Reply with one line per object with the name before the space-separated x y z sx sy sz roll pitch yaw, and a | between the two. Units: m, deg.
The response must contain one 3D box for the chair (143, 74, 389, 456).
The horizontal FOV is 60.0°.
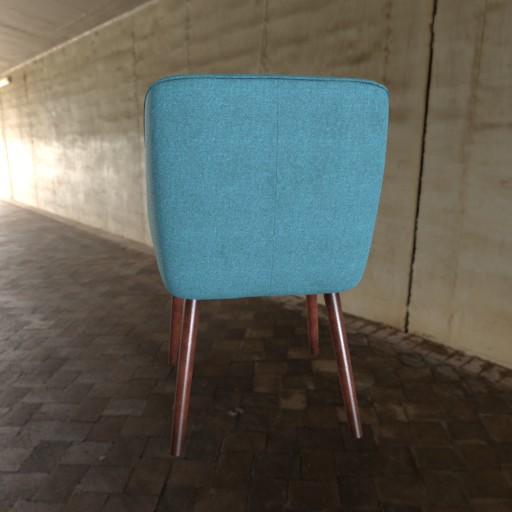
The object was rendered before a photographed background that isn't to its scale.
chair | 0.000 0.000 1.139 0.543 0.803 0.519 -2 14 -8
